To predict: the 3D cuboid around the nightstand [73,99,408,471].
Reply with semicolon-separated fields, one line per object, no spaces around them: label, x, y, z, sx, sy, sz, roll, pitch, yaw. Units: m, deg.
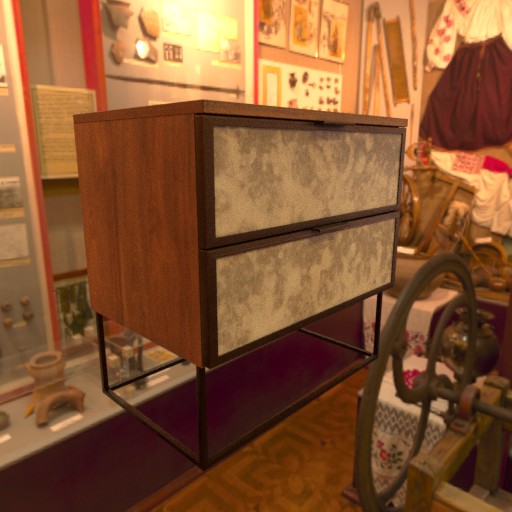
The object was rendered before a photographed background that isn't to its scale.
nightstand;0.000;0.000;1.016;0.427;0.611;0.605;13;19;43
